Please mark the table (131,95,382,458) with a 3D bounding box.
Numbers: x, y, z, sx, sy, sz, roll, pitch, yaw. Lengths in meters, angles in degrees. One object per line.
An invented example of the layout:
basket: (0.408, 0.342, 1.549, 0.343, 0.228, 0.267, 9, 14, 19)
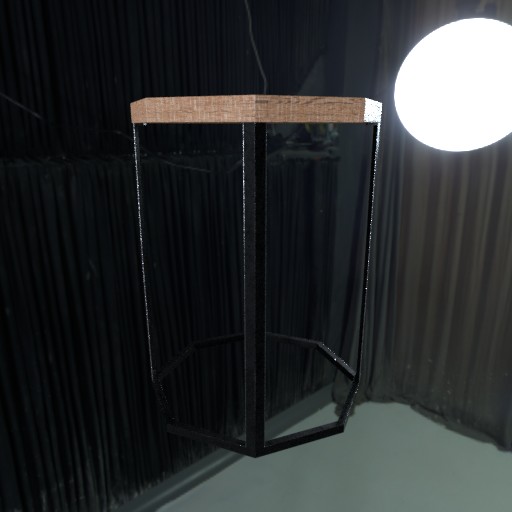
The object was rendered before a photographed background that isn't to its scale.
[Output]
table: (0.000, 0.000, 0.848, 0.437, 0.553, 0.437, -16, 22, -42)
